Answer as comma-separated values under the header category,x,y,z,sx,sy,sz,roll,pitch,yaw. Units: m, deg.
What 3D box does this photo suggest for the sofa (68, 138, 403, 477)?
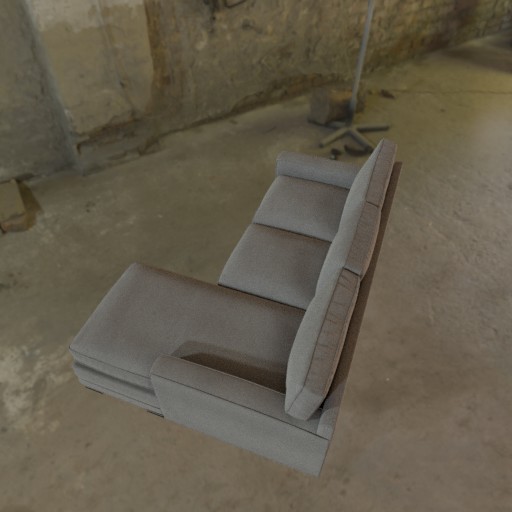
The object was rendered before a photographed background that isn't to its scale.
category,x,y,z,sx,sy,sz,roll,pitch,yaw
sofa,0.000,0.000,2.888,1.496,0.861,2.087,15,49,14
